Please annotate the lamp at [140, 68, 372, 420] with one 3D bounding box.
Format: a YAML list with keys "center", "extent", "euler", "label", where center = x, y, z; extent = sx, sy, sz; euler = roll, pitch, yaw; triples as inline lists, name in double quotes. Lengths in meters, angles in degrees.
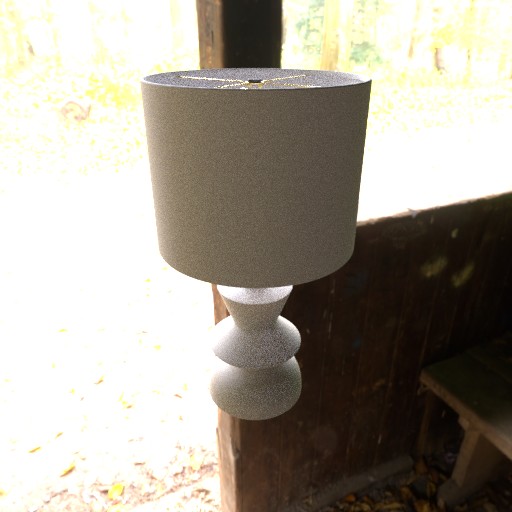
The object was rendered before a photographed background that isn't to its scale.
- center: [0.000, 0.000, 0.707]
  extent: [0.301, 0.533, 0.301]
  euler: [18, 32, 32]
  label: "lamp"
